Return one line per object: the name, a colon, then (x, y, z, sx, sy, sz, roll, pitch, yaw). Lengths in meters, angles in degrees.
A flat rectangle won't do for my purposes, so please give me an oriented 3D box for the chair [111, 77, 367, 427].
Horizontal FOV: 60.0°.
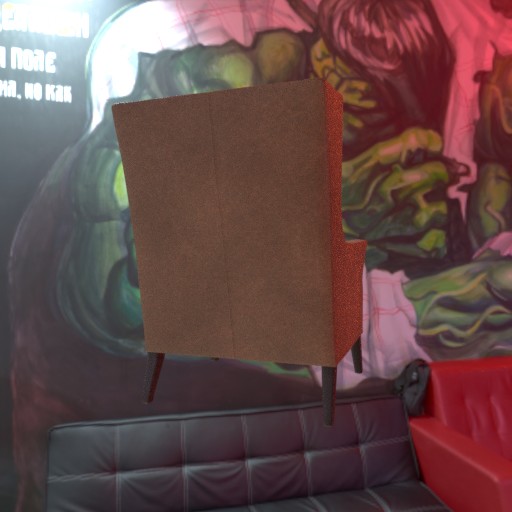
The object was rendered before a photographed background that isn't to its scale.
chair: (0.000, 0.000, 1.775, 0.815, 1.088, 0.913, 0, 0, 19)
